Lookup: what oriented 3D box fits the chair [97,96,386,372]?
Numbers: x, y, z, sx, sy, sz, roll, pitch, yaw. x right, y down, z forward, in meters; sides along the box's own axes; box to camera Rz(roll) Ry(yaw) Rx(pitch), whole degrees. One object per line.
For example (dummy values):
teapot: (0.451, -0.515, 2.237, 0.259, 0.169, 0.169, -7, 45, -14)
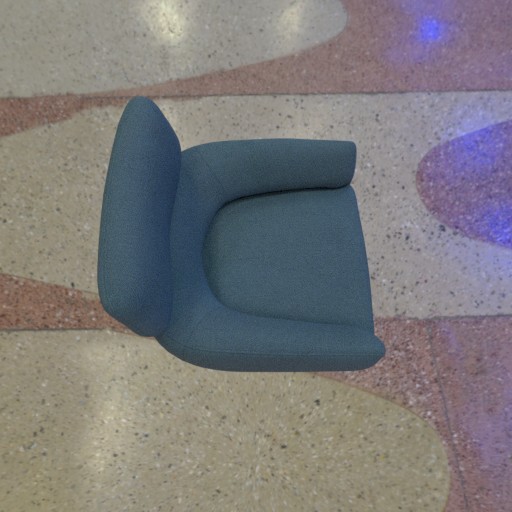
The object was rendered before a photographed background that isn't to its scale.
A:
chair: (0.000, 0.000, 1.429, 0.761, 0.813, 0.738, -1, 65, -1)
